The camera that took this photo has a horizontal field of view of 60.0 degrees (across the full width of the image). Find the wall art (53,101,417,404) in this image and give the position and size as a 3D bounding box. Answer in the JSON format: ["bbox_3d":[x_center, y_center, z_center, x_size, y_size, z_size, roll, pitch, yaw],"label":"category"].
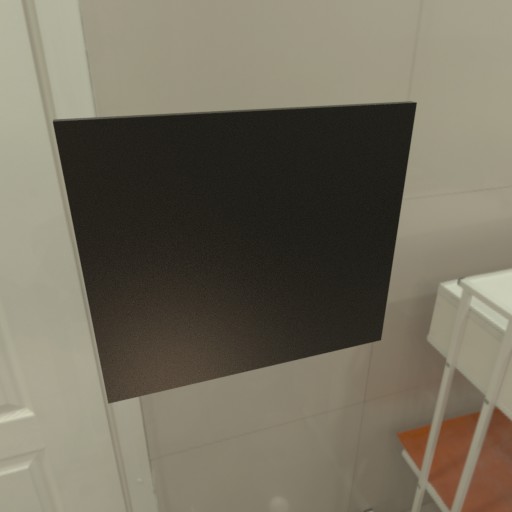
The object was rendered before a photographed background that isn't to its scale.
[{"bbox_3d":[0.000,0.000,0.524,0.383,0.332,0.012,-9,27,-17],"label":"wall art"}]
